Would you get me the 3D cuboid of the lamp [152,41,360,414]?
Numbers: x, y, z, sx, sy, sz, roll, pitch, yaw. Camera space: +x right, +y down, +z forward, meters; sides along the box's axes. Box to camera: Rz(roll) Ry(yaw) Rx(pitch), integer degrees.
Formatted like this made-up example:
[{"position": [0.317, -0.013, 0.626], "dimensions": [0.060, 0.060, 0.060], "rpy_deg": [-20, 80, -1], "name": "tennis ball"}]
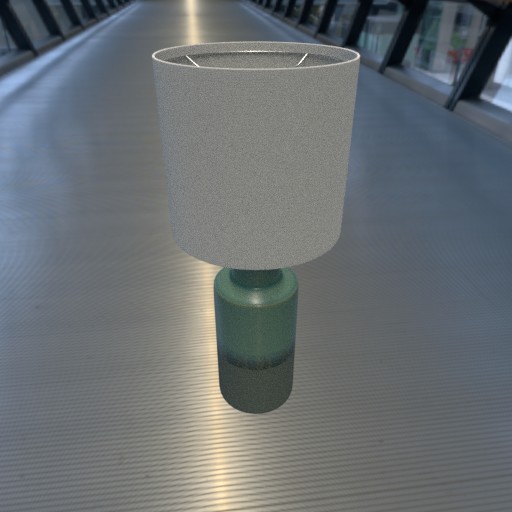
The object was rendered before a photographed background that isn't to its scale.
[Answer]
[{"position": [0.000, 0.000, 0.587], "dimensions": [0.212, 0.493, 0.212], "rpy_deg": [22, 37, 31], "name": "lamp"}]
